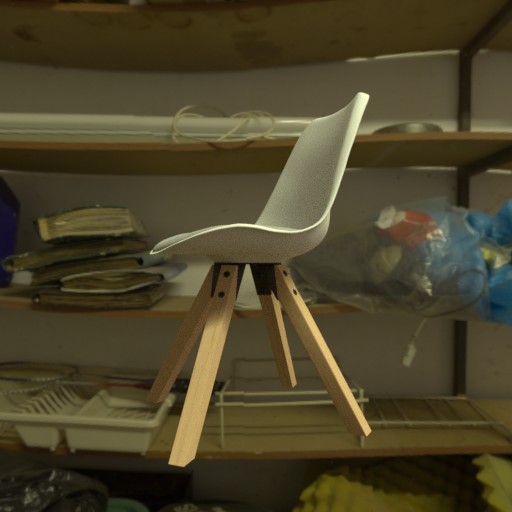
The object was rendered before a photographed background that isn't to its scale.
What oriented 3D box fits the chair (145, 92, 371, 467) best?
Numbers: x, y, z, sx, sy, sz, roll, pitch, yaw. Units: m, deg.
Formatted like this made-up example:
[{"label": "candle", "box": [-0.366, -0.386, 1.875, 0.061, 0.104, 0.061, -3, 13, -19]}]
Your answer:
[{"label": "chair", "box": [0.000, 0.000, 1.180, 0.550, 0.850, 0.485, 0, 0, -20]}]
